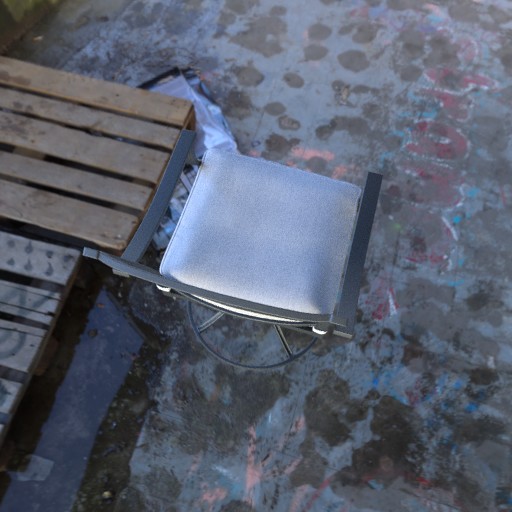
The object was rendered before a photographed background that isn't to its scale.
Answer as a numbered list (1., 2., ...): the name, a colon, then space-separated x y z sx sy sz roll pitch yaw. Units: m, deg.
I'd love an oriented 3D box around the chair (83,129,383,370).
1. chair: 0.000 0.000 1.294 0.575 0.889 0.620 15 65 7
